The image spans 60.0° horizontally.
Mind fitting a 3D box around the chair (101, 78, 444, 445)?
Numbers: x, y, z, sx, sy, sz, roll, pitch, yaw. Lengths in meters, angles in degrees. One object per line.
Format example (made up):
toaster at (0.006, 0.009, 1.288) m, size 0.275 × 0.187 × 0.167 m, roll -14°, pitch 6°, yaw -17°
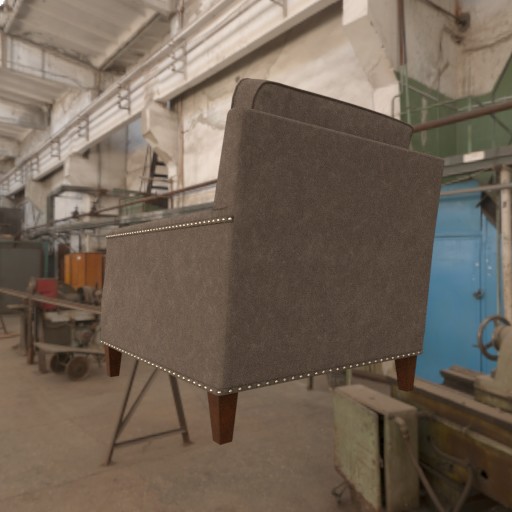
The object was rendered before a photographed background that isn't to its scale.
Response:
chair at (0.000, 0.000, 1.646) m, size 0.853 × 0.948 × 1.014 m, roll 1°, pitch -1°, yaw -37°
